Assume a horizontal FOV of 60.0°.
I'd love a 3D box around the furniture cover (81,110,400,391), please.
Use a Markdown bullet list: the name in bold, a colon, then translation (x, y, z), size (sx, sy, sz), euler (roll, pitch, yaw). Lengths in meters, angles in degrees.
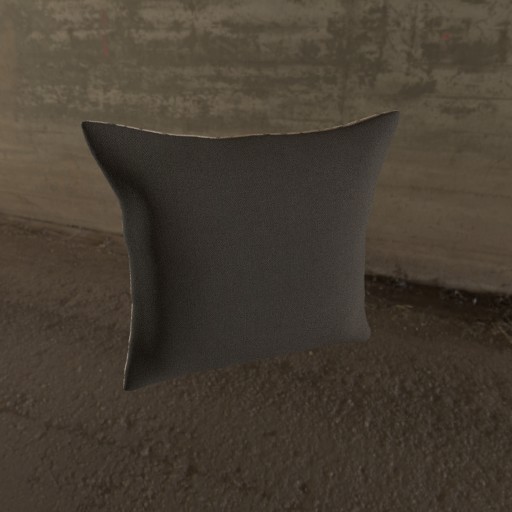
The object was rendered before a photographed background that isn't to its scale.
- **furniture cover**: translation (0.000, 0.000, 0.802), size (0.525, 0.498, 0.180), euler (-8, 27, -15)
